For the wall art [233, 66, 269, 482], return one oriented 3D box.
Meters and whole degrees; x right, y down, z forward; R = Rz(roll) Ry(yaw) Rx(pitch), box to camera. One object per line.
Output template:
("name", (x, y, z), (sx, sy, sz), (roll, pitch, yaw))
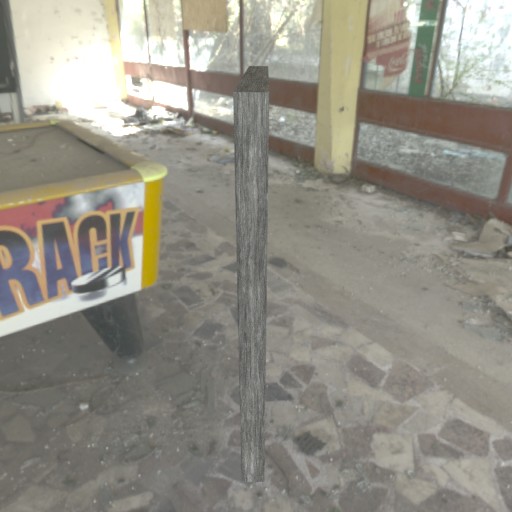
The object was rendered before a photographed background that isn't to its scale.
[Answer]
("wall art", (0.000, 0.000, 1.341), (0.063, 1.016, 0.762), (1, 26, 1))
